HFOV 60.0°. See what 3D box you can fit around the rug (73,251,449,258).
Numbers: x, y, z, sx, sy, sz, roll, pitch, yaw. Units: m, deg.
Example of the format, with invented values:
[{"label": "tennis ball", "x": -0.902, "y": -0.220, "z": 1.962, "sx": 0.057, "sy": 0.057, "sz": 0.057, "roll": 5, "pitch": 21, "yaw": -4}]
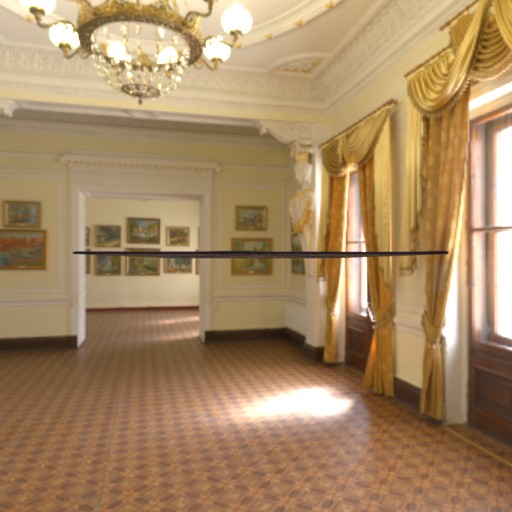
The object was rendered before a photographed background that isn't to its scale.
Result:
[{"label": "rug", "x": 0.000, "y": 0.000, "z": 2.270, "sx": 1.184, "sy": 0.012, "sz": 1.781, "roll": 0, "pitch": -1, "yaw": -1}]
